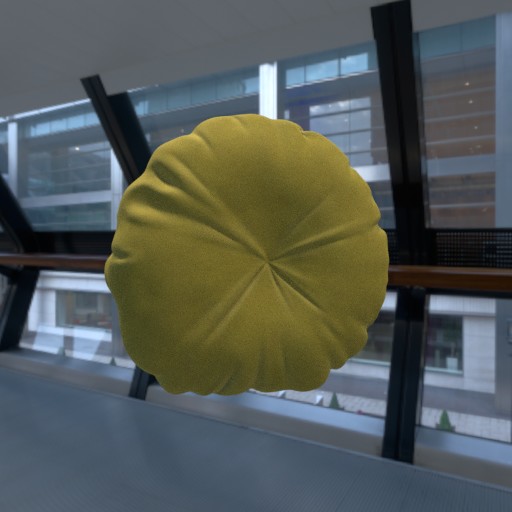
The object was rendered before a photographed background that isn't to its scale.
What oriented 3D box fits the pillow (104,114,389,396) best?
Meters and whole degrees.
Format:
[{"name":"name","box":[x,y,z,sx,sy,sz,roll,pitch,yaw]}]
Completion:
[{"name":"pillow","box":[0.000,0.000,0.659,0.428,0.407,0.148,0,0,-17]}]
